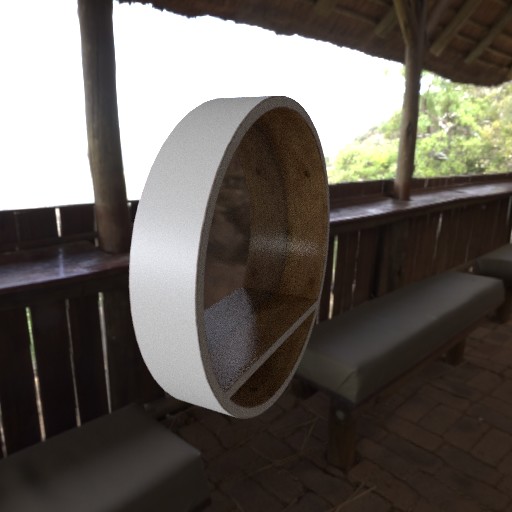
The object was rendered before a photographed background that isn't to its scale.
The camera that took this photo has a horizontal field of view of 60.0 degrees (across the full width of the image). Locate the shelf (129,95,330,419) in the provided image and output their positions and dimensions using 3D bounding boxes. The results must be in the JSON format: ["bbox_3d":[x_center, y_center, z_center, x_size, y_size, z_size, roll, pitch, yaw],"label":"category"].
[{"bbox_3d":[0.000,0.000,1.187,0.158,0.807,0.806,7,17,25],"label":"shelf"}]
